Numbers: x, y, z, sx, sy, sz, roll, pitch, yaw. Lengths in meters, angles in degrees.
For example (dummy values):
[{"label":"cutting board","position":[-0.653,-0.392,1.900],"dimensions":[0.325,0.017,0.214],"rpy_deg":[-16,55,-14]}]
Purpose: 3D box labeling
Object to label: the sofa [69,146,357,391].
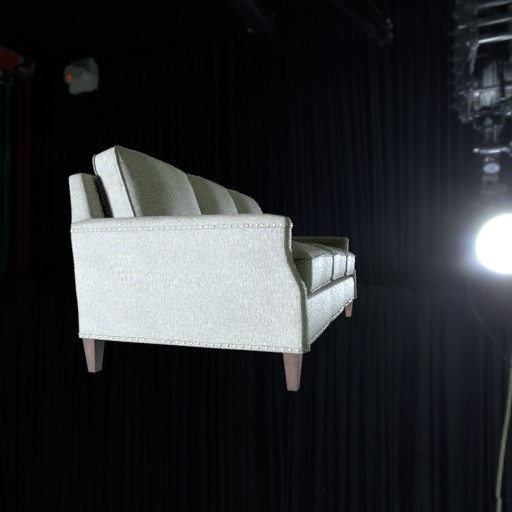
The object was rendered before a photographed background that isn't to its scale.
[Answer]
[{"label":"sofa","position":[0.000,0.000,2.814],"dimensions":[1.084,1.003,2.246],"rpy_deg":[0,0,17]}]
